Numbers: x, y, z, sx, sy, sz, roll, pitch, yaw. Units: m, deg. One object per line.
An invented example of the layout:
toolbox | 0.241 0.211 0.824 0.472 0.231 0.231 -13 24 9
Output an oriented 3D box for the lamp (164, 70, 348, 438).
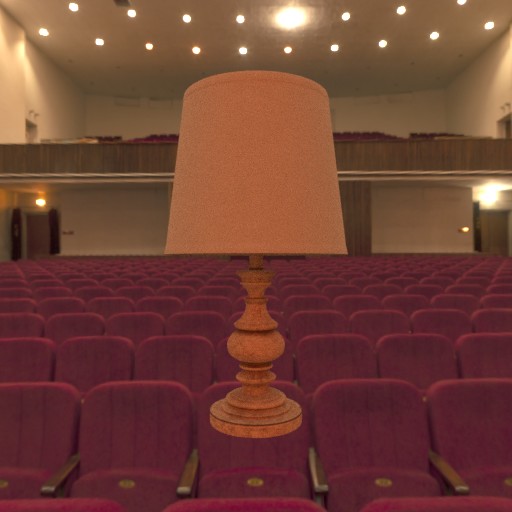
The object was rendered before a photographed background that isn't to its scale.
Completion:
lamp | 0.000 0.000 0.674 0.273 0.497 0.273 0 -1 0
